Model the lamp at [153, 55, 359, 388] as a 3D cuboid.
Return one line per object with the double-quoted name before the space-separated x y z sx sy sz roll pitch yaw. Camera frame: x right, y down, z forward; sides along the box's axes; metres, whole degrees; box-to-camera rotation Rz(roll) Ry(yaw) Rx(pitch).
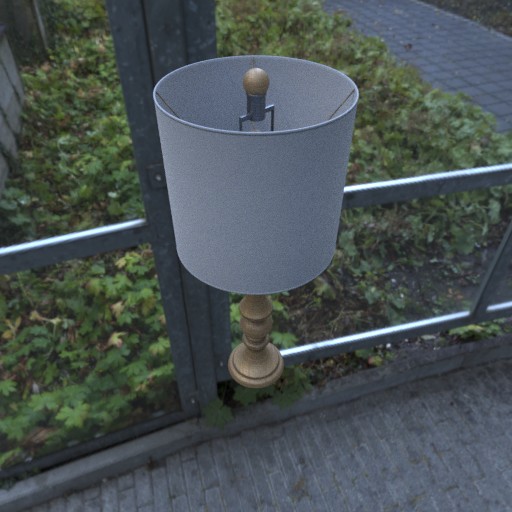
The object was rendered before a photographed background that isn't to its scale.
"lamp" 0.000 0.000 0.729 0.250 0.597 0.250 -1 41 -2
